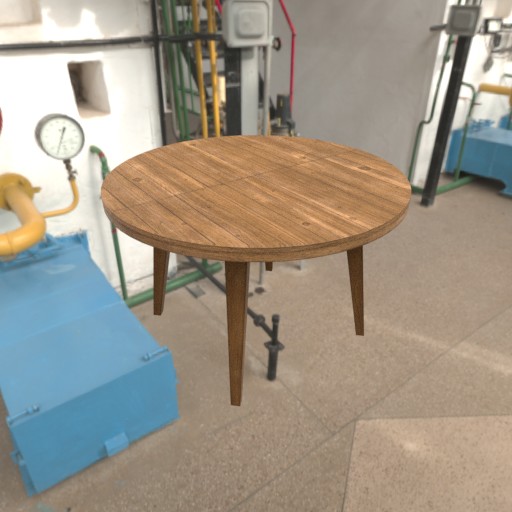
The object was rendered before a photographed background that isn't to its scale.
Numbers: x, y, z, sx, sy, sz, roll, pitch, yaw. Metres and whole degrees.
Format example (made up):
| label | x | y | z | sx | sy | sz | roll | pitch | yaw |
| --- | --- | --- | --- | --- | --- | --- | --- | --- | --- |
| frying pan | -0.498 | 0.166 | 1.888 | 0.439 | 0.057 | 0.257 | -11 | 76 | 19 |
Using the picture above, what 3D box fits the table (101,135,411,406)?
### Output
| label | x | y | z | sx | sy | sz | roll | pitch | yaw |
| --- | --- | --- | --- | --- | --- | --- | --- | --- | --- |
| table | 0.000 | 0.000 | 2.001 | 1.213 | 0.764 | 1.213 | 0 | 30 | 0 |
